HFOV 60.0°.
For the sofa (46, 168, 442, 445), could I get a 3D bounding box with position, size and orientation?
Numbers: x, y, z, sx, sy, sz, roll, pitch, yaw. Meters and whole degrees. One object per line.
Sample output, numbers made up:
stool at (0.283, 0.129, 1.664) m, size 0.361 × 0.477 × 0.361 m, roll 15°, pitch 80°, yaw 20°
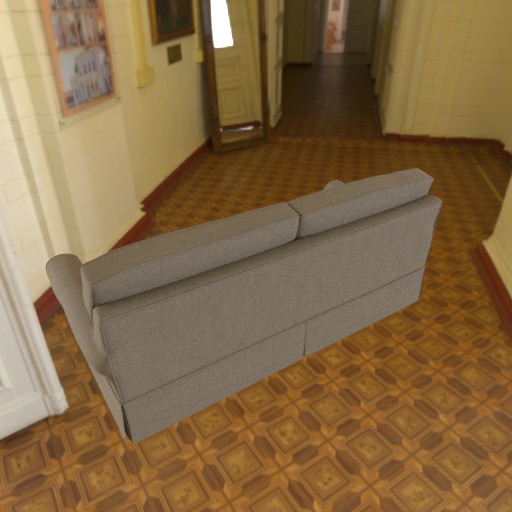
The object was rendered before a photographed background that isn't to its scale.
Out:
sofa at (0.000, 0.000, 2.718) m, size 2.248 × 0.943 × 0.991 m, roll -19°, pitch 35°, yaw -29°
